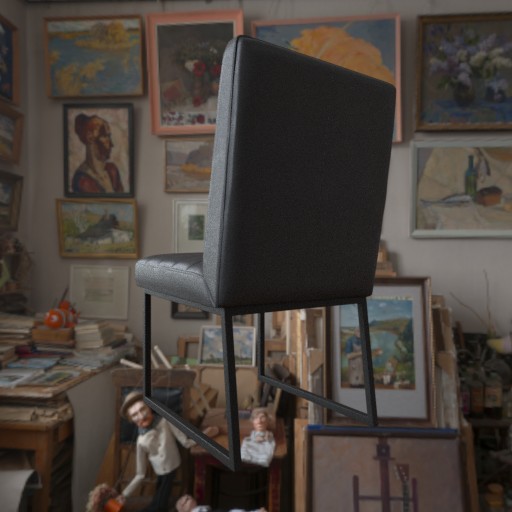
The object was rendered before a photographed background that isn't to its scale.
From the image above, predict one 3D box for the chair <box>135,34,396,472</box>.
[{"bbox_3d":[0.000,0.000,1.293,0.520,0.930,0.634,0,0,-34],"label":"chair"}]
